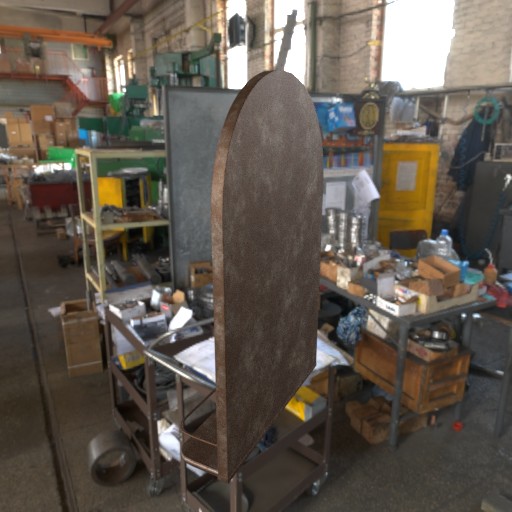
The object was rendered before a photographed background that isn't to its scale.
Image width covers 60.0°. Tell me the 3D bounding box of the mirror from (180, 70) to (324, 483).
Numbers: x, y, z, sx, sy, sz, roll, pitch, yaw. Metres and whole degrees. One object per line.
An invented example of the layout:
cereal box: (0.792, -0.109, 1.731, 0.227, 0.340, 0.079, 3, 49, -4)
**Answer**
mirror: (0.000, 0.000, 1.001, 0.137, 0.770, 0.510, 8, 17, 26)
